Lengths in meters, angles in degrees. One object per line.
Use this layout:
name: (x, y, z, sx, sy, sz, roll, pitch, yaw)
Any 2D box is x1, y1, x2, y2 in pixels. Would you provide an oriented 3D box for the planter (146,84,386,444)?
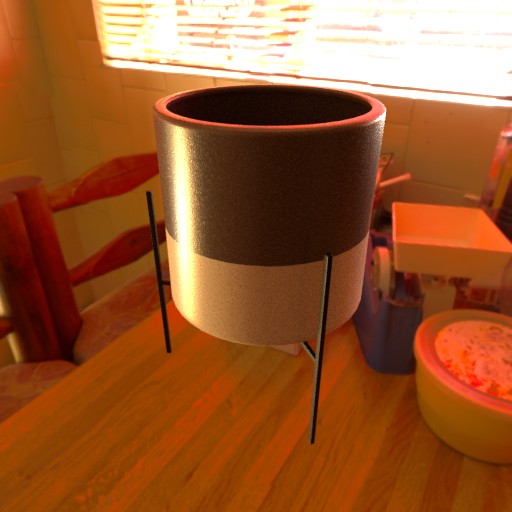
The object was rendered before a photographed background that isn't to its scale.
planter: (0.000, 0.000, 0.531, 0.260, 0.353, 0.250, 1, 30, 2)
